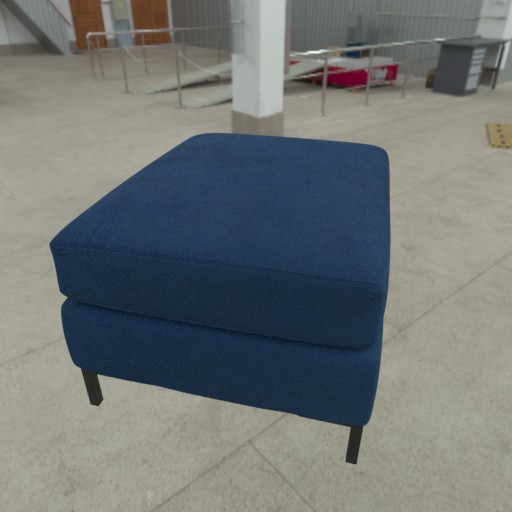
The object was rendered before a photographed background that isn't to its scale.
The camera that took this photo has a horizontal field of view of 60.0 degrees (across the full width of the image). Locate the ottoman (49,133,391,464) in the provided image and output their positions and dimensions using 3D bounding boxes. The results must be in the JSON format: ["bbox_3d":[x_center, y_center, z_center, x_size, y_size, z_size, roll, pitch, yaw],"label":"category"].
[{"bbox_3d":[0.000,0.000,1.163,0.655,0.485,0.794,8,31,13],"label":"ottoman"}]
